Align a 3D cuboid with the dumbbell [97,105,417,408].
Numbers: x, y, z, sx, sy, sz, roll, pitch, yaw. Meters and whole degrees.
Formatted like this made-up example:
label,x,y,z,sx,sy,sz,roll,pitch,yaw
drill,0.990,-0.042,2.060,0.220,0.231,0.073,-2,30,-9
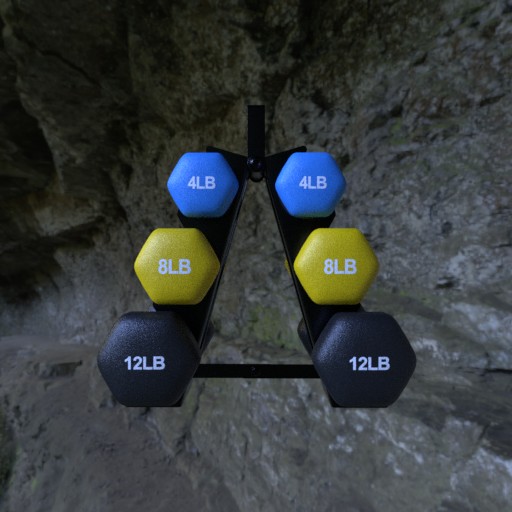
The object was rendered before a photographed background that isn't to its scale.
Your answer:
label,x,y,z,sx,sy,sz,roll,pitch,yaw
dumbbell,0.000,0.000,0.668,0.409,0.426,0.255,0,1,0
